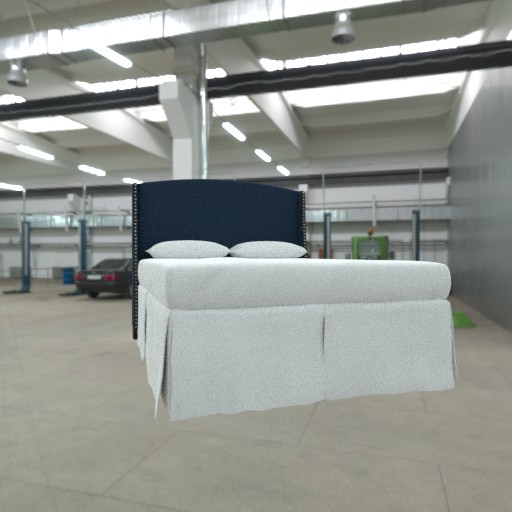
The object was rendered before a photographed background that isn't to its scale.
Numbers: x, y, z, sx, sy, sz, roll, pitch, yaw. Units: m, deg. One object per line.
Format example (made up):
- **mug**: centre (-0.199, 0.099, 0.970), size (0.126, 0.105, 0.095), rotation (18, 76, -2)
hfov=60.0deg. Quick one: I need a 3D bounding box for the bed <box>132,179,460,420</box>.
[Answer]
- **bed**: centre (0.000, 0.000, 3.125), size (1.604, 1.402, 2.223), rotation (0, 0, -18)
